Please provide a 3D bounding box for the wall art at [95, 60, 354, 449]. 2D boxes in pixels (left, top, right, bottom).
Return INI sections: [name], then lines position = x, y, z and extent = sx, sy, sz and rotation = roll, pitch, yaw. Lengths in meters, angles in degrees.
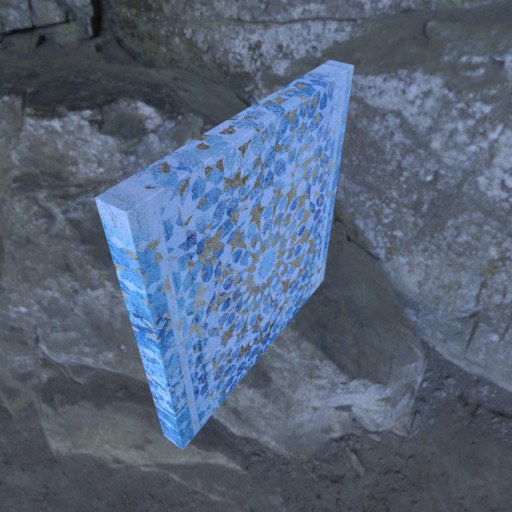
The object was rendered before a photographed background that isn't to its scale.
[wall art]
position = 0.000, 0.000, 0.610
extent = 0.037, 0.405, 0.405
rotation = 25, 47, 25
